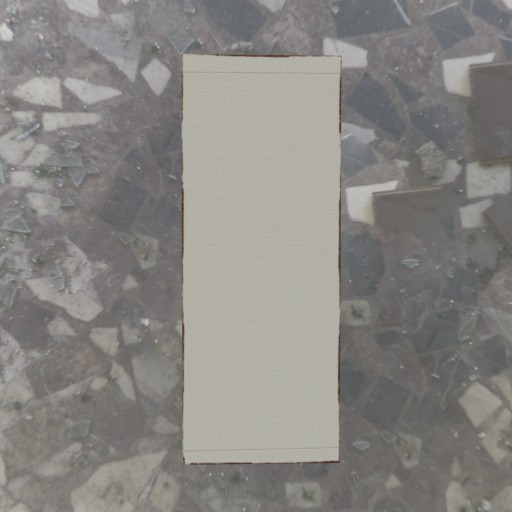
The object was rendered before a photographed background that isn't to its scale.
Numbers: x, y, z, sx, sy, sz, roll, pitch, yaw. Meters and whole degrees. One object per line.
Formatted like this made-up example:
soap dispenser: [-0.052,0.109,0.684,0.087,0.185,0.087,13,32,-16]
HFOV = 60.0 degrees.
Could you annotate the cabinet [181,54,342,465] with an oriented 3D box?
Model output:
cabinet: [0.000,0.000,0.886,0.210,0.603,0.541,0,91,-1]
